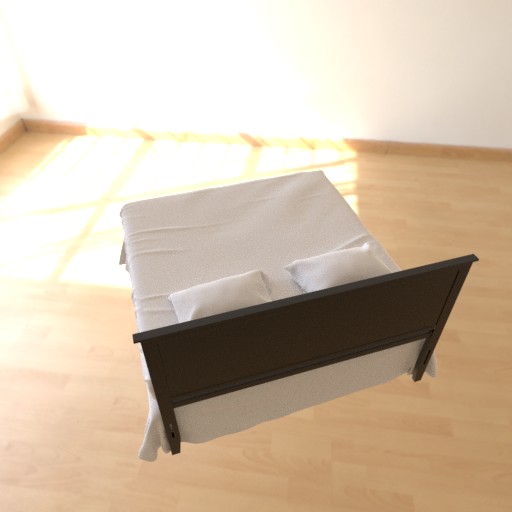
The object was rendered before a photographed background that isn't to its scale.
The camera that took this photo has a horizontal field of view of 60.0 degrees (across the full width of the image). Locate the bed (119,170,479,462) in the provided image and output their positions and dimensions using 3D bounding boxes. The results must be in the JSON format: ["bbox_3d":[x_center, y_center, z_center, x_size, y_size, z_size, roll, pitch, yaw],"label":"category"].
[{"bbox_3d":[0.000,0.000,3.574,2.315,1.271,2.219,-12,43,-13],"label":"bed"}]
